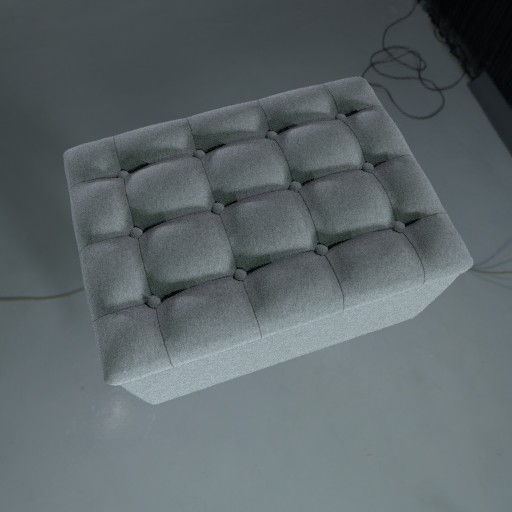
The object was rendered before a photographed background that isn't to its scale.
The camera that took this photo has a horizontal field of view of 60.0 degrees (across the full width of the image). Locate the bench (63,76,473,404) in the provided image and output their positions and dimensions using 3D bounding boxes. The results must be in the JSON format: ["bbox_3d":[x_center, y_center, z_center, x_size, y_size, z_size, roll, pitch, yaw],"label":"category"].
[{"bbox_3d":[0.000,0.000,0.892,0.572,0.469,0.417,-17,66,-8],"label":"bench"}]
